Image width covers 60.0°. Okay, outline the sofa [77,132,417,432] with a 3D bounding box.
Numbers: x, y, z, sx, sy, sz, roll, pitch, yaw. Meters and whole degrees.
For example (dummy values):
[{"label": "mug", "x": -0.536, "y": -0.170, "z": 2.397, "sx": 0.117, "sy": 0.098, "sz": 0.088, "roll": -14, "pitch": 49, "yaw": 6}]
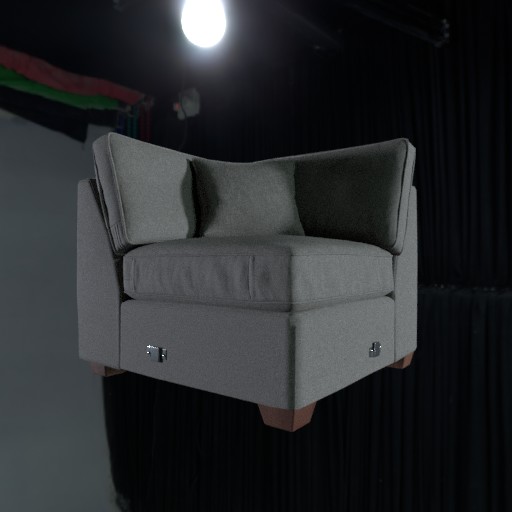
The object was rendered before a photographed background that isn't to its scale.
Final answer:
[{"label": "sofa", "x": 0.000, "y": 0.000, "z": 1.947, "sx": 1.146, "sy": 1.002, "sz": 1.084, "roll": 0, "pitch": 0, "yaw": 37}]
